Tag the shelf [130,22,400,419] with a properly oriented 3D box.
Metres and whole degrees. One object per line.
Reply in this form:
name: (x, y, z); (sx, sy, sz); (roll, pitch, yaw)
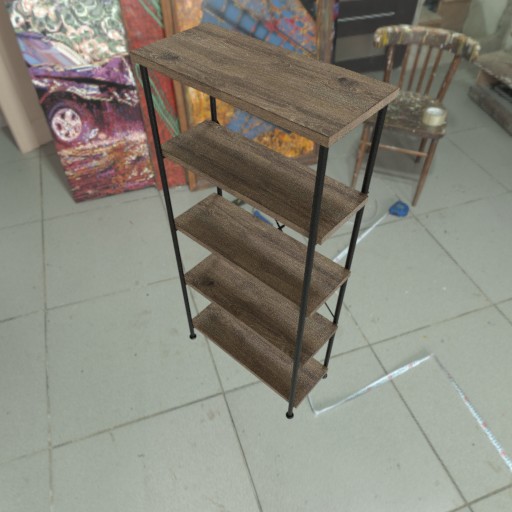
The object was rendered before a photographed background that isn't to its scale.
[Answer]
shelf: (0.000, 0.000, 1.997); (0.800, 1.700, 0.360); (32, 54, 27)
